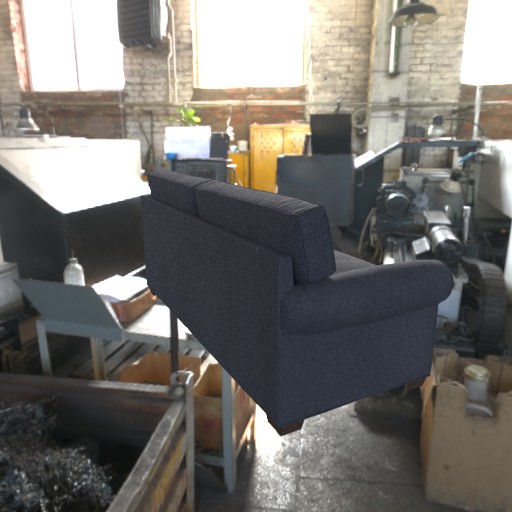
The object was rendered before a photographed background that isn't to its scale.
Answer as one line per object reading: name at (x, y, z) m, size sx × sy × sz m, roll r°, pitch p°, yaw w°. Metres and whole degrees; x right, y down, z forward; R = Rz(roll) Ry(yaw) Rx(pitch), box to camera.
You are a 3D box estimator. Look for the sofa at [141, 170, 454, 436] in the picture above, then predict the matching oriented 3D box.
sofa at (0.000, 0.000, 2.931) m, size 0.954 × 1.026 × 2.391 m, roll -8°, pitch 17°, yaw -27°
